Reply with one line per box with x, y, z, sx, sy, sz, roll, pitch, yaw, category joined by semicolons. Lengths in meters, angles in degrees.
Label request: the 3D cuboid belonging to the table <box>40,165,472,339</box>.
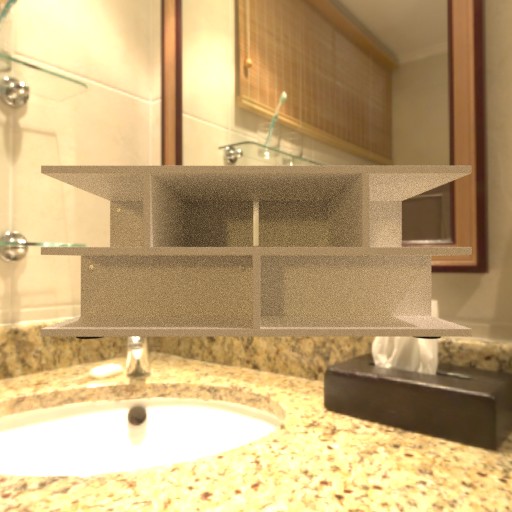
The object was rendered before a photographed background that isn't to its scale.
0.000;0.000;1.069;0.700;0.289;0.700;0;0;0;table
